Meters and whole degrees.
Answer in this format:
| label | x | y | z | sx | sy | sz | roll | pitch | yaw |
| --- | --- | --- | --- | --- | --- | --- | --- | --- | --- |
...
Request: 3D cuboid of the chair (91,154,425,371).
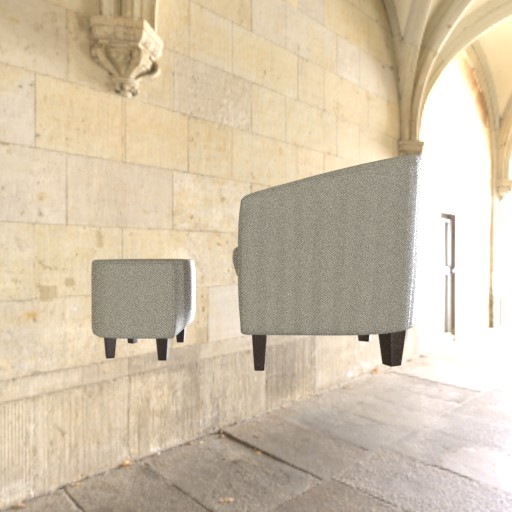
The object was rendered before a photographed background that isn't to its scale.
| label | x | y | z | sx | sy | sz | roll | pitch | yaw |
| --- | --- | --- | --- | --- | --- | --- | --- | --- | --- |
| chair | 0.000 | 0.000 | 1.771 | 1.288 | 0.757 | 0.756 | 0 | 0 | 2 |
